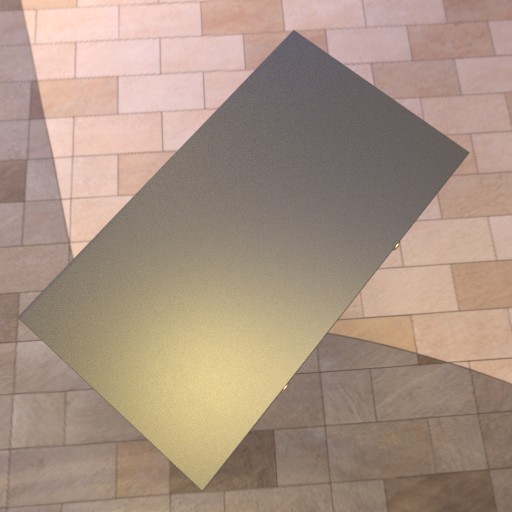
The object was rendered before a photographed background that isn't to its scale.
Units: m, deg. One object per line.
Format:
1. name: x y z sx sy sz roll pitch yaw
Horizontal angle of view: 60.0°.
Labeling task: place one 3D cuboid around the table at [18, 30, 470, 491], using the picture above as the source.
1. table: 0.000 0.000 1.361 0.612 0.493 1.068 39 79 9
